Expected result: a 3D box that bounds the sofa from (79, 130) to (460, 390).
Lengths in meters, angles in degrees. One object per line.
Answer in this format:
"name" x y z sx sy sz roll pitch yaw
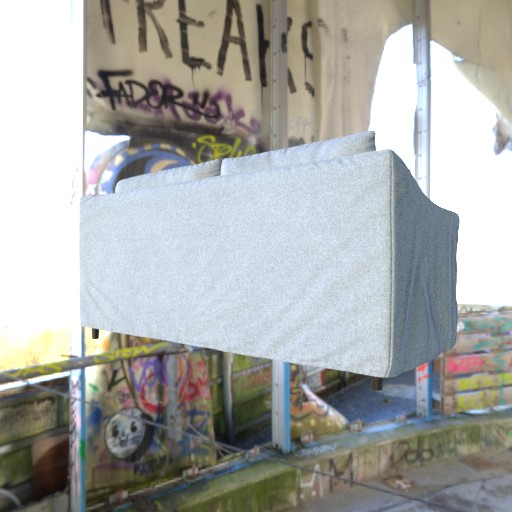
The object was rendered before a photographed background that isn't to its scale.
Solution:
"sofa" 0.000 0.000 2.569 2.010 1.018 1.072 -1 -1 37
